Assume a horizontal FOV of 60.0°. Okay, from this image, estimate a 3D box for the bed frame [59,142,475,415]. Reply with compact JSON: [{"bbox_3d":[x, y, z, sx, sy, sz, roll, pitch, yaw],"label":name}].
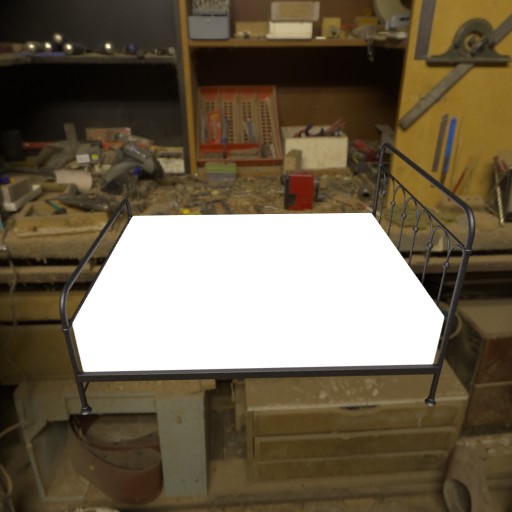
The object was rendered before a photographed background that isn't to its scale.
[{"bbox_3d":[0.000,0.000,3.163,2.203,1.276,1.664,-1,27,-2],"label":"bed frame"}]
